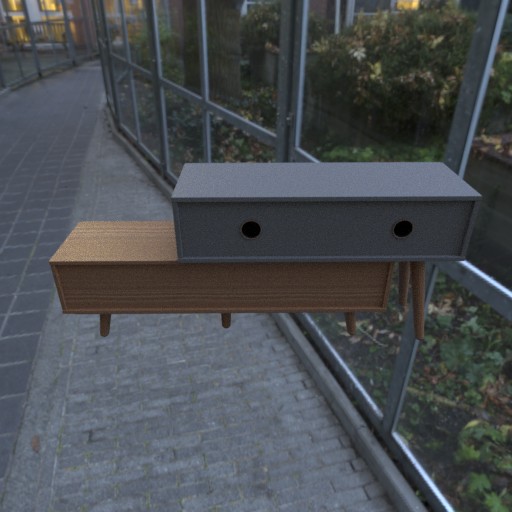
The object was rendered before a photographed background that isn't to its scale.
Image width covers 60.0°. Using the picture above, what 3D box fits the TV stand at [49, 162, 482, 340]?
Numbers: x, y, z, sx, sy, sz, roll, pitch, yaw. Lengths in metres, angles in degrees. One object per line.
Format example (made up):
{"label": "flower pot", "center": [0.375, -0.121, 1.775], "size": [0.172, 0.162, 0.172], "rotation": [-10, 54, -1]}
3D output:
{"label": "TV stand", "center": [0.000, 0.000, 1.595], "size": [1.336, 0.591, 0.329], "rotation": [0, 30, -1]}
